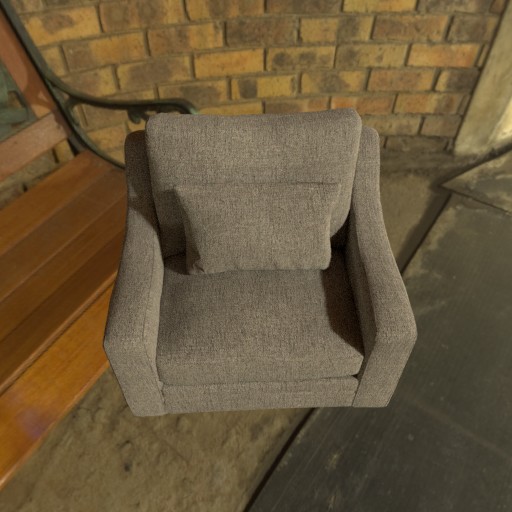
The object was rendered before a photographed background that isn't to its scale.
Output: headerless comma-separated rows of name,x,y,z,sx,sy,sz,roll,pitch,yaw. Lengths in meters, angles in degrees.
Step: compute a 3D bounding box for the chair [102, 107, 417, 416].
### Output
chair,0.000,0.000,1.924,1.138,1.037,1.009,-2,47,-2
